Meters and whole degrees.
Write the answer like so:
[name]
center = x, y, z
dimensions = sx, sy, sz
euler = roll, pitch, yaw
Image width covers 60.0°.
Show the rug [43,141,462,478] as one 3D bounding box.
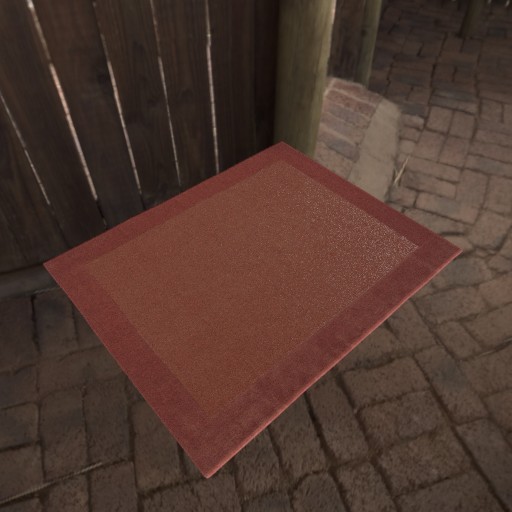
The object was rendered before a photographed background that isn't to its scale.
[rug]
center = 0.000, 0.000, 4.031
dimensions = 2.976, 0.018, 2.430
euler = -33, 55, -27
